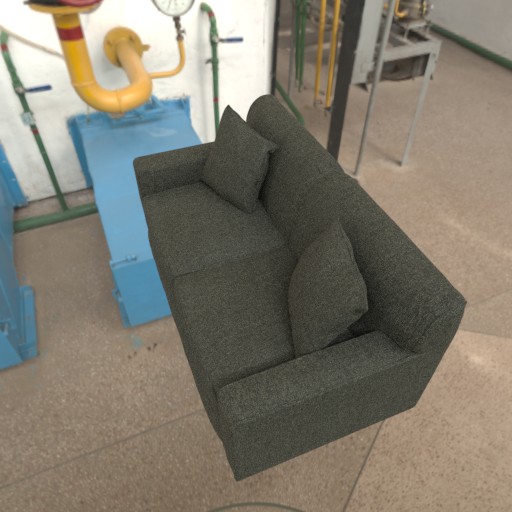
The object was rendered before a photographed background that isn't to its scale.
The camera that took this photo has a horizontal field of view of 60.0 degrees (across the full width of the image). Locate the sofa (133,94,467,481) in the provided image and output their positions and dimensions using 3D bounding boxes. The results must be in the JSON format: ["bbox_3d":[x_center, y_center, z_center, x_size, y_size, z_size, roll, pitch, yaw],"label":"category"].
[{"bbox_3d":[0.000,0.000,2.381,0.998,0.958,1.846,-16,47,-15],"label":"sofa"}]
